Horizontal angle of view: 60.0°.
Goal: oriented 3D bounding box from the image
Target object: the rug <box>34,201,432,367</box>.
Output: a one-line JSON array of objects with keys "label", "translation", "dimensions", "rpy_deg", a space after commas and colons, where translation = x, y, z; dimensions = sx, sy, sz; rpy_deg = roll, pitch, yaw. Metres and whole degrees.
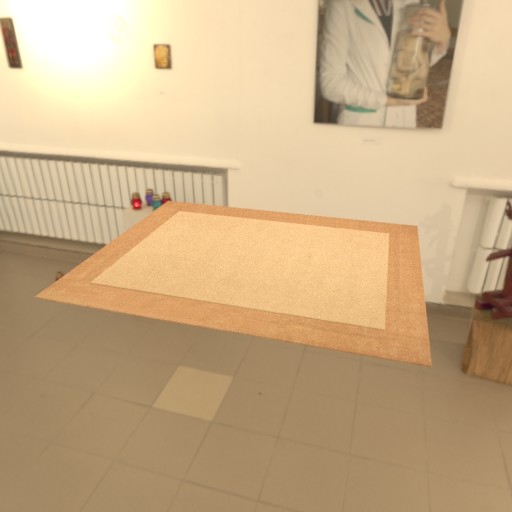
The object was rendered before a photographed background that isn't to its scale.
[{"label": "rug", "translation": [0.000, 0.000, 4.270], "dimensions": [3.048, 0.014, 2.438], "rpy_deg": [7, 27, 14]}]
